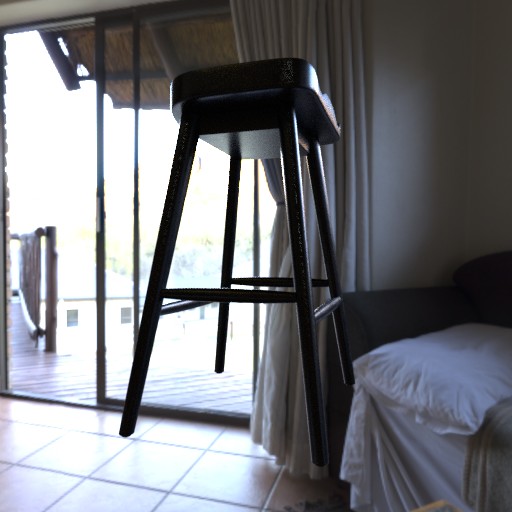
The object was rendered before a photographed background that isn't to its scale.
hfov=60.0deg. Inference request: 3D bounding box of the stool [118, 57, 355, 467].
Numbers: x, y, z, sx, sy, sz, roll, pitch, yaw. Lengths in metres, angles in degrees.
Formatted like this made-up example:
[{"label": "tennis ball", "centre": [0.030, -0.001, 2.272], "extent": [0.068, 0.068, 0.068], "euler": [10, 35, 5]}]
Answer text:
[{"label": "stool", "centre": [0.000, 0.000, 0.904], "extent": [0.361, 0.615, 0.440], "euler": [0, 1, 18]}]
